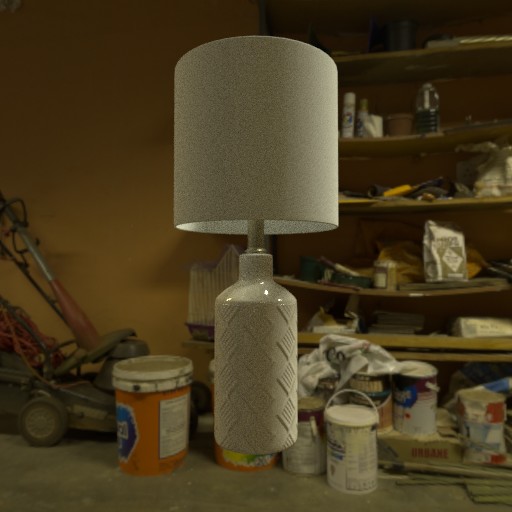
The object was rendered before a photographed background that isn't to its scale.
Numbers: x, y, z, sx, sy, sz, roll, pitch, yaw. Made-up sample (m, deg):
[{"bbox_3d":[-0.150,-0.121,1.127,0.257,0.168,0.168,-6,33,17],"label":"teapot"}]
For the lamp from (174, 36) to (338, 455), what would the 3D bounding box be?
[{"bbox_3d":[0.000,0.000,0.566,0.207,0.461,0.207,1,-2,-35],"label":"lamp"}]
